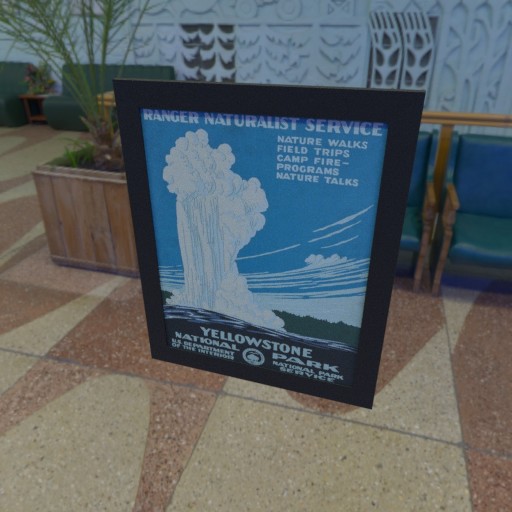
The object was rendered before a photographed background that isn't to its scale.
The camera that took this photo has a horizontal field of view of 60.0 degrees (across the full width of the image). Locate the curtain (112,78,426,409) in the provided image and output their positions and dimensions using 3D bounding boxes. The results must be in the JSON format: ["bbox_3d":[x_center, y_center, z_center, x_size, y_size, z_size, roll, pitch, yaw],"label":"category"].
[{"bbox_3d":[0.000,0.000,0.802,0.483,0.585,0.027,9,29,16],"label":"curtain"}]
